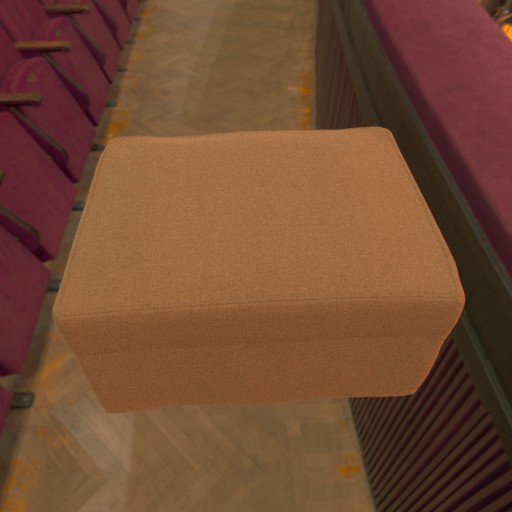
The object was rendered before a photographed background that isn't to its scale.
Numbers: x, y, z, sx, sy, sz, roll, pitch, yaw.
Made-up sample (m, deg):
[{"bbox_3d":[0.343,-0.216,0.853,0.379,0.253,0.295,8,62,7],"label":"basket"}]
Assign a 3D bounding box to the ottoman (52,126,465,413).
[{"bbox_3d":[0.000,0.000,1.206,0.833,0.485,0.650,-3,47,-2],"label":"ottoman"}]
